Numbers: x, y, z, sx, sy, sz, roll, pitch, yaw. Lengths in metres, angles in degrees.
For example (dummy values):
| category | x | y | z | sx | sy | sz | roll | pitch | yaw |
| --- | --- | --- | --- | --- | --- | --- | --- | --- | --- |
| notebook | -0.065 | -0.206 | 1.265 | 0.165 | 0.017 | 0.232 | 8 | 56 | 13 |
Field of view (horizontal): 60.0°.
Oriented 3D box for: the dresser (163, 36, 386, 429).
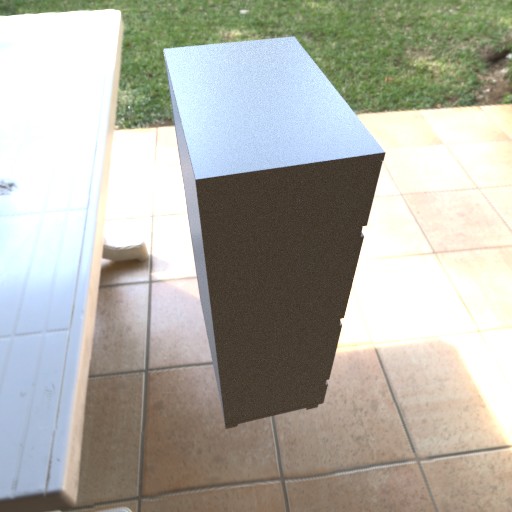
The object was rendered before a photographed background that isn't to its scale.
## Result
| category | x | y | z | sx | sy | sz | roll | pitch | yaw |
| --- | --- | --- | --- | --- | --- | --- | --- | --- | --- |
| dresser | 0.000 | 0.000 | 1.540 | 0.400 | 1.190 | 0.650 | -10 | 47 | -9 |
